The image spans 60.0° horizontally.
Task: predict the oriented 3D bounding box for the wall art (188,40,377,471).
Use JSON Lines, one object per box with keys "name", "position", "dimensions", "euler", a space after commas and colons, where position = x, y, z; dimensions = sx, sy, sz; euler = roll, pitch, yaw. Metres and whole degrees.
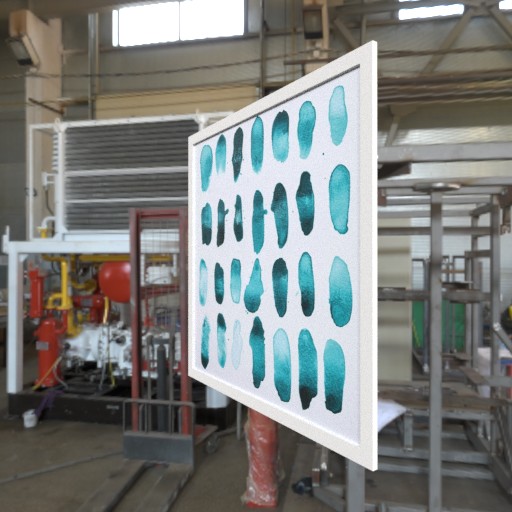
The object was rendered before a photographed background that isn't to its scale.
{"name": "wall art", "position": [0.000, 0.000, 0.809], "dimensions": [0.009, 0.559, 0.558], "euler": [0, 0, -34]}
